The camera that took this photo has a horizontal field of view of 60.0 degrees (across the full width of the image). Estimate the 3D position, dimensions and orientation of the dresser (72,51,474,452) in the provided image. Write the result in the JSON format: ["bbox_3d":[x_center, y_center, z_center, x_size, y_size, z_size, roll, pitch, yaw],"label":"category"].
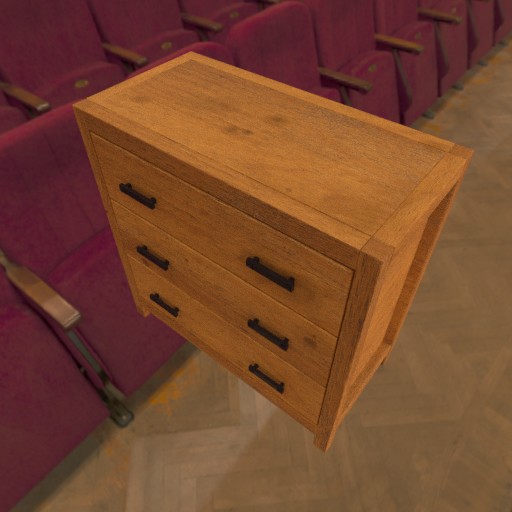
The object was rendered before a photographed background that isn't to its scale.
[{"bbox_3d":[0.000,0.000,1.252,0.804,0.804,0.427,30,53,26],"label":"dresser"}]
